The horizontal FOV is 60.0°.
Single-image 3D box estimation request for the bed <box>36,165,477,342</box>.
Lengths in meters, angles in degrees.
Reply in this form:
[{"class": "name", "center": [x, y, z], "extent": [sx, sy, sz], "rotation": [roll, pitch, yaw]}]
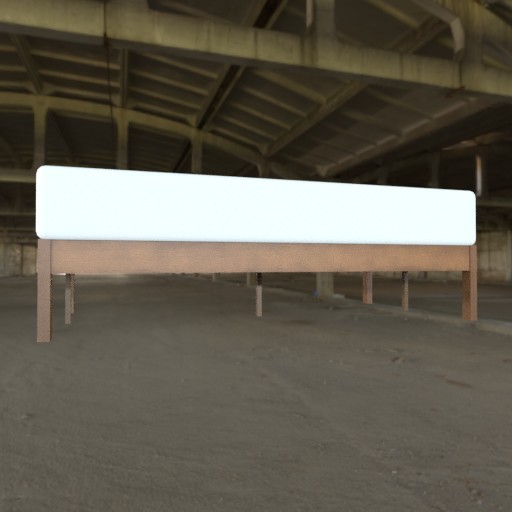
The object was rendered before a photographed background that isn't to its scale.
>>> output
[{"class": "bed", "center": [0.000, 0.000, 2.273], "extent": [1.902, 0.616, 0.961], "rotation": [0, -1, -18]}]
